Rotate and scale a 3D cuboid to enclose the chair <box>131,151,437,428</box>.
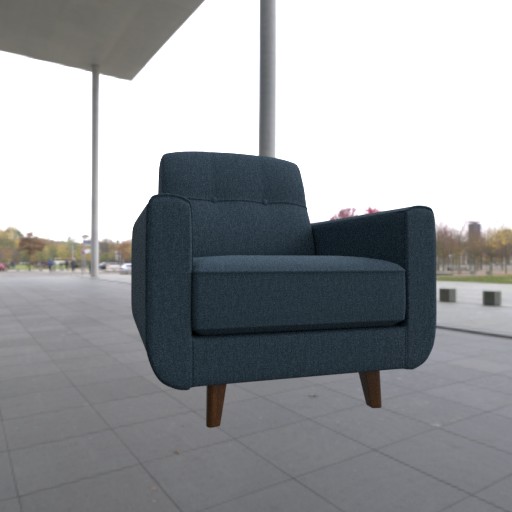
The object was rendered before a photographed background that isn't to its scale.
[{"bbox_3d":[0.000,0.000,1.681,0.880,0.940,0.964,0,-1,-18],"label":"chair"}]
